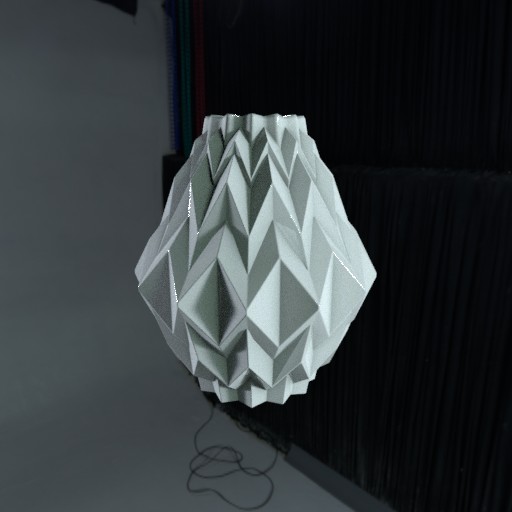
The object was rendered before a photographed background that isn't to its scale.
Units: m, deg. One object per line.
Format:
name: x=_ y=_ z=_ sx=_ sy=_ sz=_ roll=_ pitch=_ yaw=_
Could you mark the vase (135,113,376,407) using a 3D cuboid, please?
vase: x=0.000 y=0.000 z=0.308 sx=0.164 sy=0.185 sz=0.164 roll=0 pitch=14 yaw=0
